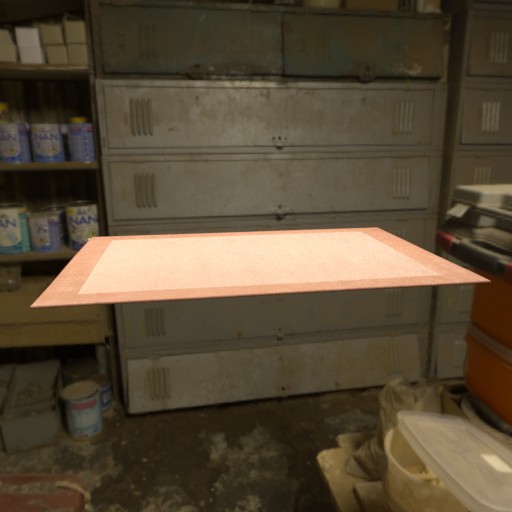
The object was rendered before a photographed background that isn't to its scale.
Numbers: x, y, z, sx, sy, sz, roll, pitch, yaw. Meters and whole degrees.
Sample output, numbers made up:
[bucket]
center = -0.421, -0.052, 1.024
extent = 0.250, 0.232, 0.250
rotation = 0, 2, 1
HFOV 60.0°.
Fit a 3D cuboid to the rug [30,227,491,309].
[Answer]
[rug]
center = 0.000, 0.000, 3.030
extent = 2.438, 0.014, 1.524
rotation = -2, 15, -9
